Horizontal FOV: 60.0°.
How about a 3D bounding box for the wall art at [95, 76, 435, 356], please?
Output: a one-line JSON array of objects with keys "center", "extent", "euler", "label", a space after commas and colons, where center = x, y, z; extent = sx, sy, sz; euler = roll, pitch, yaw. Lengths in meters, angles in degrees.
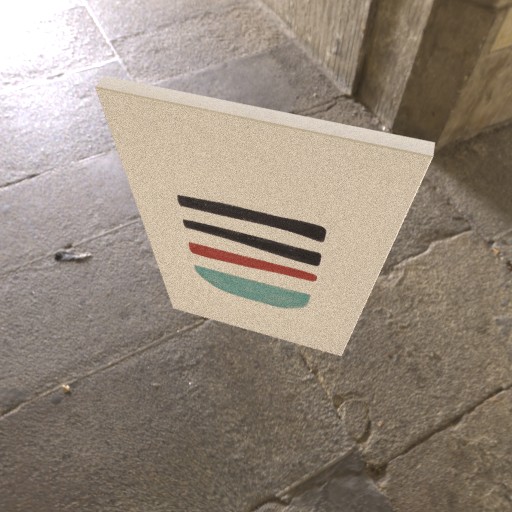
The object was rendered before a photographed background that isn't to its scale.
[{"center": [0.000, 0.000, 1.154], "extent": [0.607, 0.912, 0.038], "euler": [14, 58, 9], "label": "wall art"}]
